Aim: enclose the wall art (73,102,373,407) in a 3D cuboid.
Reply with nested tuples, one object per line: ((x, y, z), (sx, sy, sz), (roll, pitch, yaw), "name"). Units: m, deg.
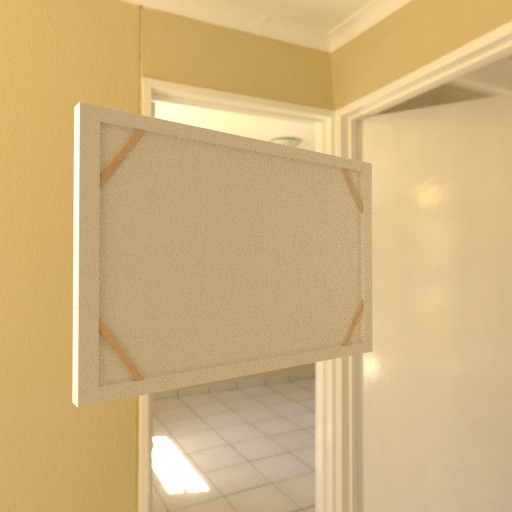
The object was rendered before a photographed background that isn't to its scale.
((0.000, 0.000, 1.174), (0.914, 0.609, 0.038), (1, -1, -37), "wall art")
